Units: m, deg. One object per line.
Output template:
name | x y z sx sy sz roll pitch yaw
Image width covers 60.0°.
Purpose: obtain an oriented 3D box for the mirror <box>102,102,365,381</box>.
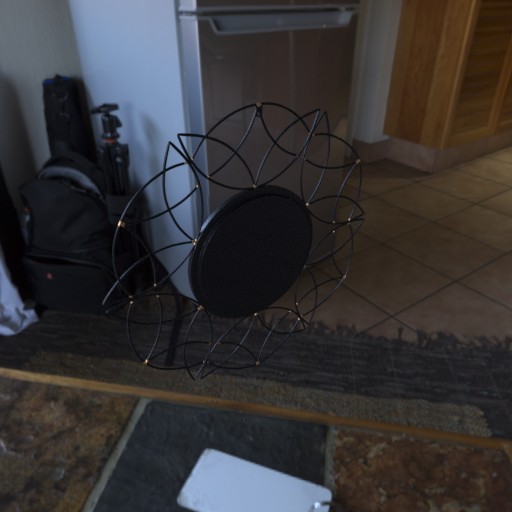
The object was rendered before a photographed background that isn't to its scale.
mirror | 0.000 0.000 1.154 0.797 0.775 0.028 -19 37 -28
